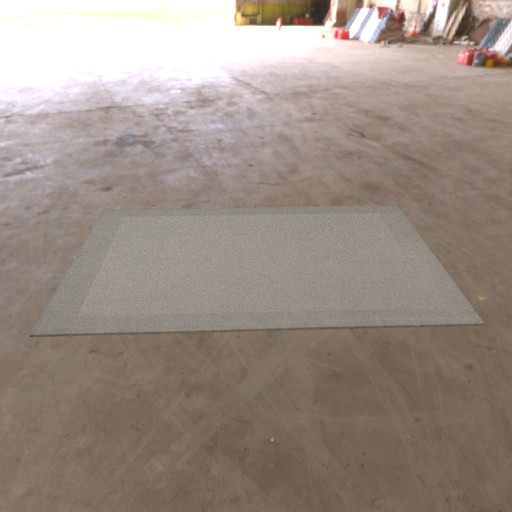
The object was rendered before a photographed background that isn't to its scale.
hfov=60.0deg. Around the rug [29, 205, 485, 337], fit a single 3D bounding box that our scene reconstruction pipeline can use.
[{"bbox_3d":[0.000,0.000,3.008,2.438,0.014,1.524,-1,32,-2],"label":"rug"}]
